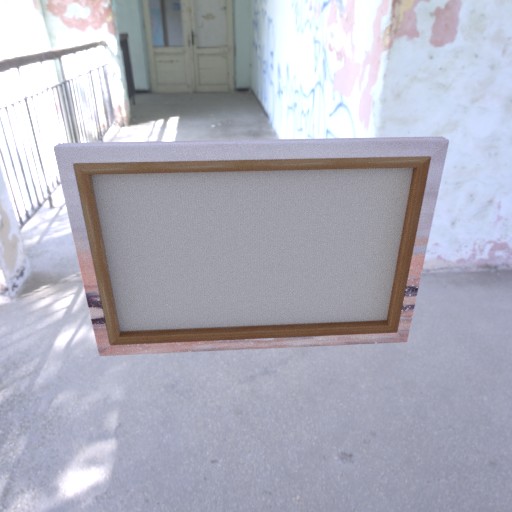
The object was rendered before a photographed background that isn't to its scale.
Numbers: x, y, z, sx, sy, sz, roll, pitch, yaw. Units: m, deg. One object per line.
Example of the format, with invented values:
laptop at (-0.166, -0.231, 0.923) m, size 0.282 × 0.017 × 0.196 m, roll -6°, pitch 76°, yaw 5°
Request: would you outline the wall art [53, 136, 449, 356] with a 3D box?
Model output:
wall art at (0.000, 0.000, 1.179) m, size 0.913 × 0.609 × 0.038 m, roll -2°, pitch 29°, yaw -3°
